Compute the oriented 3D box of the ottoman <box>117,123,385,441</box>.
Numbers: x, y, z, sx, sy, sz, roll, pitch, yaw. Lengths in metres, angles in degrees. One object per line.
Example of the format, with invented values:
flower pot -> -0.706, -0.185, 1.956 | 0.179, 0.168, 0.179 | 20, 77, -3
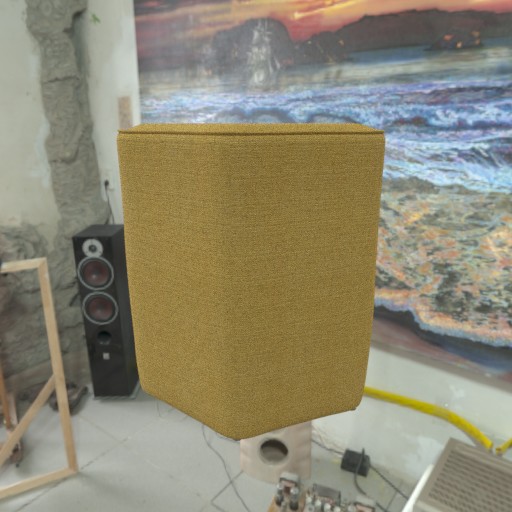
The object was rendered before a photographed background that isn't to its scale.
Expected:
ottoman -> 0.000, 0.000, 0.876 | 0.443, 0.502, 0.494 | 2, 17, 8
